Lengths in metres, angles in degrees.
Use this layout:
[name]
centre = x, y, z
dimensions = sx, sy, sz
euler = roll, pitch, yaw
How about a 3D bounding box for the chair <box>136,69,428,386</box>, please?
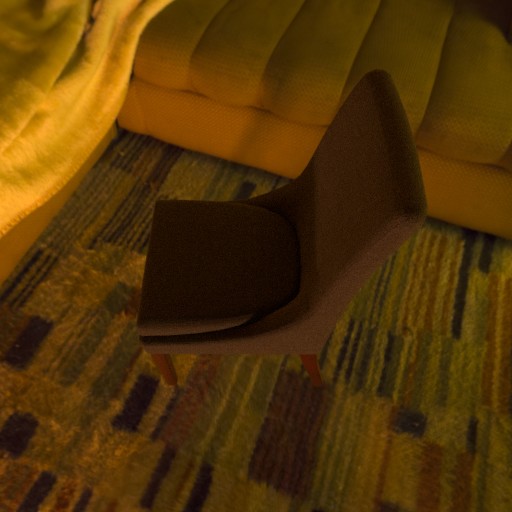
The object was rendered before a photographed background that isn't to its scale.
[chair]
centre = 0.000, 0.000, 1.310
dimensions = 0.655, 0.952, 0.508
euler = 0, 57, 0
